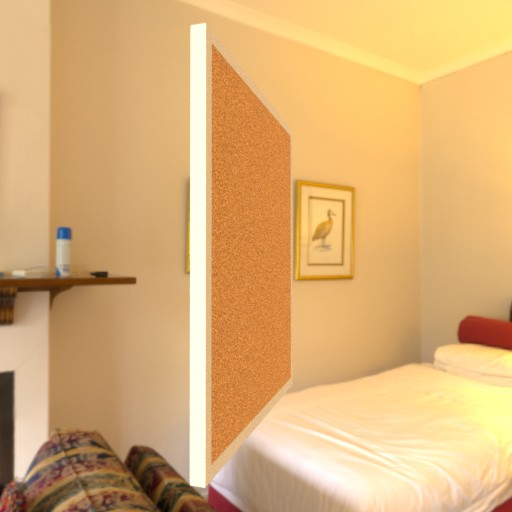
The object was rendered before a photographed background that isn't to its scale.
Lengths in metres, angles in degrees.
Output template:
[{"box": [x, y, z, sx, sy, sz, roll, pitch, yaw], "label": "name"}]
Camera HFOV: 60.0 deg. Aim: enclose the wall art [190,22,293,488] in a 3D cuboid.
[{"box": [0.000, 0.000, 0.724, 0.020, 0.536, 0.444, 0, -1, 18], "label": "wall art"}]
